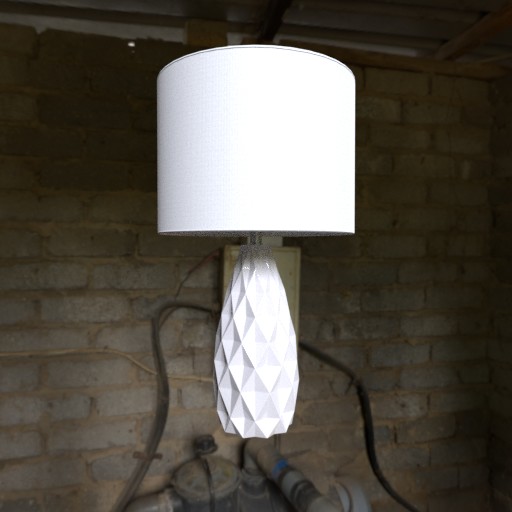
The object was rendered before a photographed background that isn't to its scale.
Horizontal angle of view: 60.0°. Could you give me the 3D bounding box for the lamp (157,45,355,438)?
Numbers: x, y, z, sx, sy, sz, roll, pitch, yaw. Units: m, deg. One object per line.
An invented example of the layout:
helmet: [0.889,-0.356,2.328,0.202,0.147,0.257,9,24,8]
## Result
lamp: [0.000,0.000,0.686,0.297,0.522,0.297,0,1,0]
